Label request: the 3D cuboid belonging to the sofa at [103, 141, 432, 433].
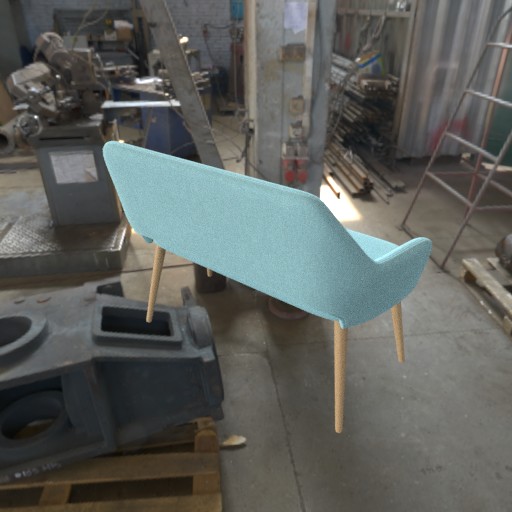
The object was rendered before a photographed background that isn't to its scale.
[{"bbox_3d":[0.000,0.000,1.612,1.150,0.840,0.610,21,36,32],"label":"sofa"}]
